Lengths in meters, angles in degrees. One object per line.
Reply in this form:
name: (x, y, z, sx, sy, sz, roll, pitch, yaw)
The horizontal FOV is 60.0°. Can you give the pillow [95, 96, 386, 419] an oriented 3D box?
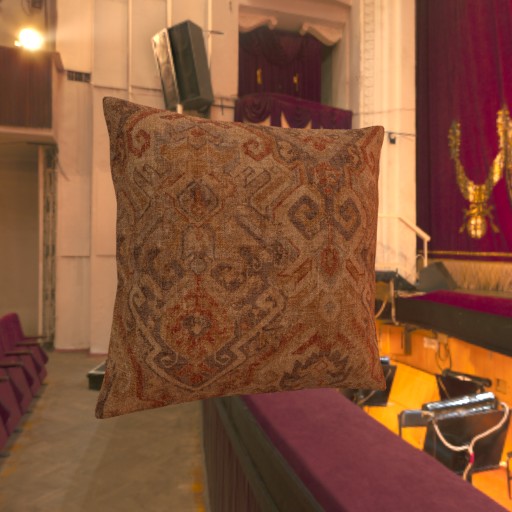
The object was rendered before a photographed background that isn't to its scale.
pillow: (0.000, 0.000, 0.770, 0.523, 0.506, 0.166, 0, -1, -18)
